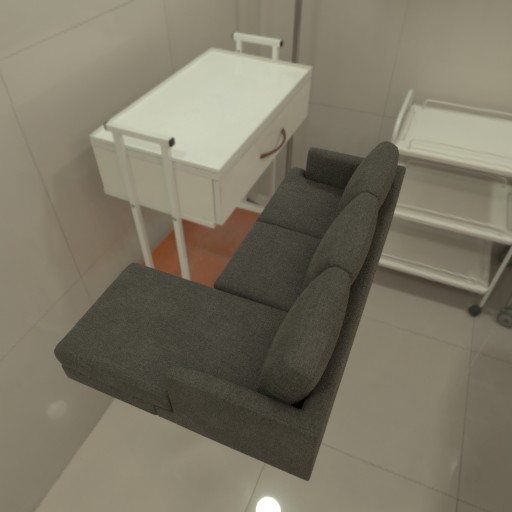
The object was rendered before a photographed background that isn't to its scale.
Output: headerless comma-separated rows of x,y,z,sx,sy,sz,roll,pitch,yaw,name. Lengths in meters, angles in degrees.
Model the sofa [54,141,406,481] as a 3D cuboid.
0.000,0.000,2.932,1.504,0.956,2.233,16,47,16,sofa
